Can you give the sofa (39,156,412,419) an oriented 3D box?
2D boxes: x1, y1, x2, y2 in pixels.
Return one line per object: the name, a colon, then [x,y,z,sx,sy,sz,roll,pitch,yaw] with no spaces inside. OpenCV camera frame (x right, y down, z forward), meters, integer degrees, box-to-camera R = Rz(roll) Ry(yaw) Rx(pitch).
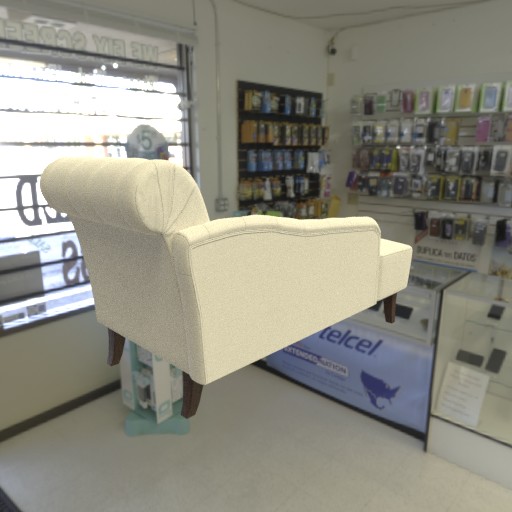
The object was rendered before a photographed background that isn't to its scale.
sofa: [0.000,0.000,1.765,0.675,0.787,1.379,13,19,43]
